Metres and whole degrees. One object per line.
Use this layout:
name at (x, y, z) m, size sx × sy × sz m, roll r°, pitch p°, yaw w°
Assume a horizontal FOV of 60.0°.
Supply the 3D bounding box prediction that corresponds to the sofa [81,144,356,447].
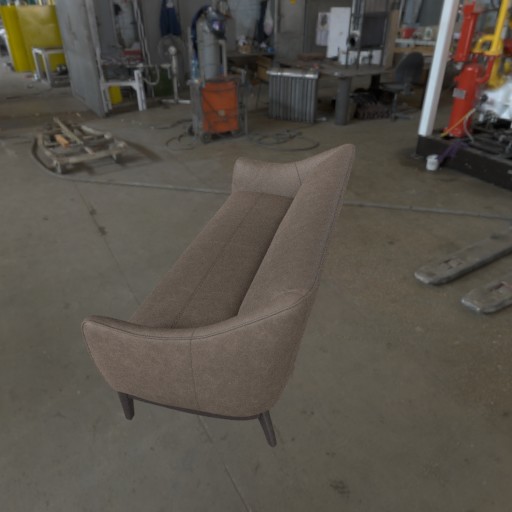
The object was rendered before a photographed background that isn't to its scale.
sofa at (0.000, 0.000, 2.429) m, size 0.869 × 0.831 × 1.928 m, roll 8°, pitch 32°, yaw 13°
